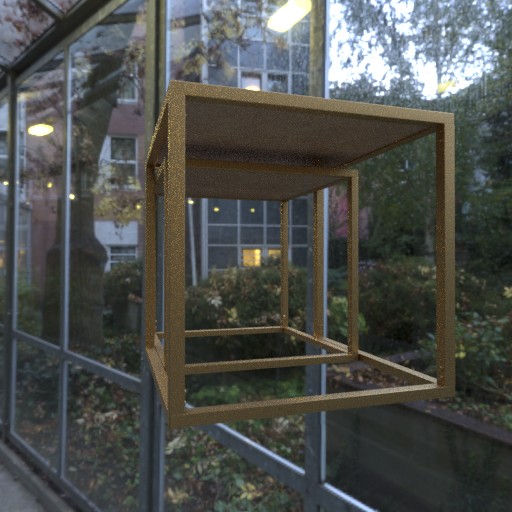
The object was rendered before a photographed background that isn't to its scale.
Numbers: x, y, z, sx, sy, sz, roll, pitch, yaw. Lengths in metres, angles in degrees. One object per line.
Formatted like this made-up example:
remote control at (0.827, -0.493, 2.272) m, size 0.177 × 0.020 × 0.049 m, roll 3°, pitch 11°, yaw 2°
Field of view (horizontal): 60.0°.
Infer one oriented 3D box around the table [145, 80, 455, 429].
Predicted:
table at (0.000, 0.000, 1.076) m, size 0.505 × 0.505 × 0.762 m, roll 0°, pitch 0°, yaw -18°
